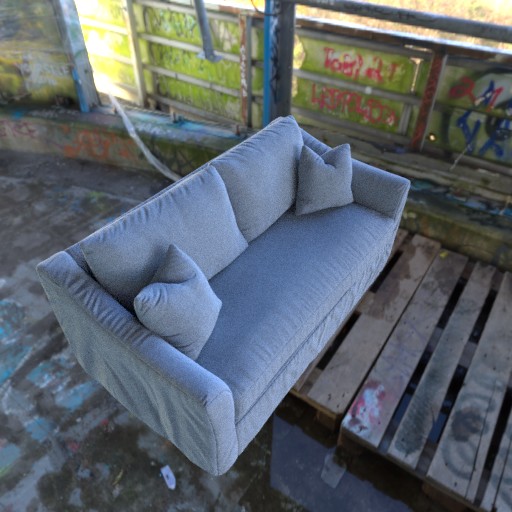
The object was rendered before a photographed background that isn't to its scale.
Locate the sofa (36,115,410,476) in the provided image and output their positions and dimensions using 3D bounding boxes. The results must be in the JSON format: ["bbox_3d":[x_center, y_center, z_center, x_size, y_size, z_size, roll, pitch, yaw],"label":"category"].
[{"bbox_3d":[0.000,0.000,2.611,1.072,1.018,2.010,26,48,26],"label":"sofa"}]
